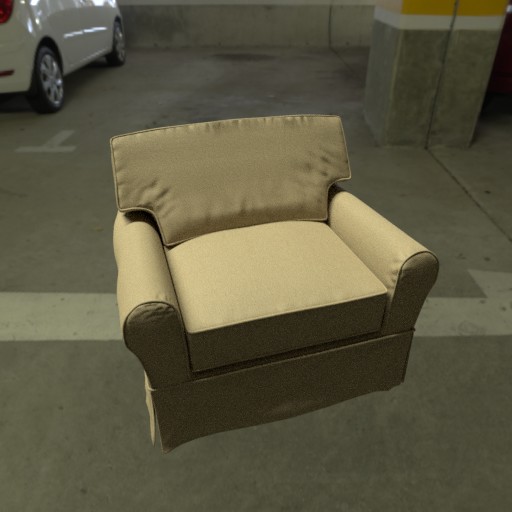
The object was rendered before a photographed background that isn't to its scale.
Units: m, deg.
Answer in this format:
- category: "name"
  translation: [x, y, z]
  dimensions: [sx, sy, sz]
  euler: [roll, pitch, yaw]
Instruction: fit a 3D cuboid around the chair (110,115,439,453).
- category: "chair"
  translation: [0.000, 0.000, 1.786]
  dimensions: [1.096, 0.937, 0.903]
  euler: [-9, 33, -15]
